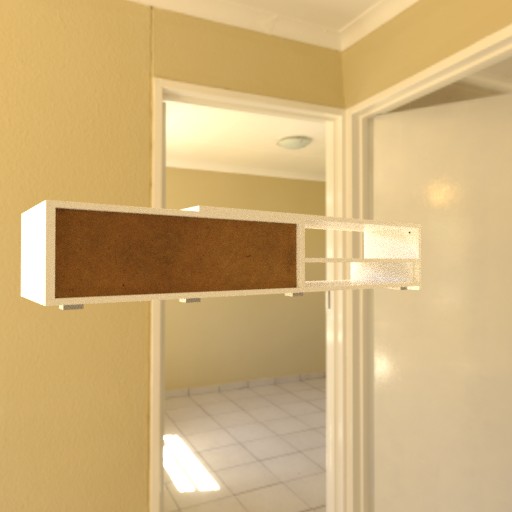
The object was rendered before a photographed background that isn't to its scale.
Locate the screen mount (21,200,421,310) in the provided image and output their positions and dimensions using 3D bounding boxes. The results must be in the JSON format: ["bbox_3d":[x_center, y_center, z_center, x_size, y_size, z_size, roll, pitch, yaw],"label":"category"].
[{"bbox_3d":[0.000,0.000,1.839,1.680,0.320,0.420,1,-1,-36],"label":"screen mount"}]
